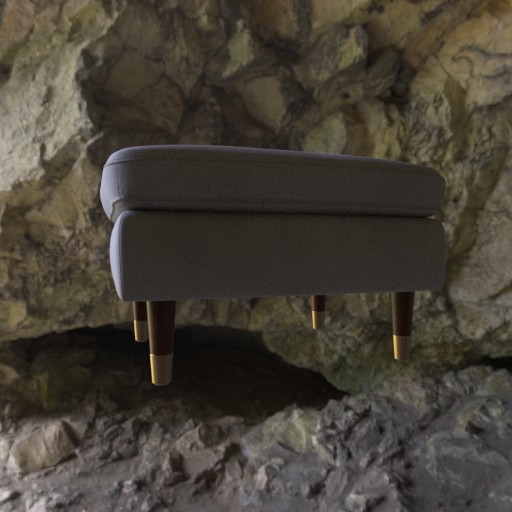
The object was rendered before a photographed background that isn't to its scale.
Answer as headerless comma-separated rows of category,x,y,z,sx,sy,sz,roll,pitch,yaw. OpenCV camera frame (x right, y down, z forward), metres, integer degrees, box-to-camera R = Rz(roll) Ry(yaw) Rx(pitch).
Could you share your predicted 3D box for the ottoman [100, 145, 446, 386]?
ottoman,0.000,0.000,1.129,0.747,0.478,0.593,0,1,-19
